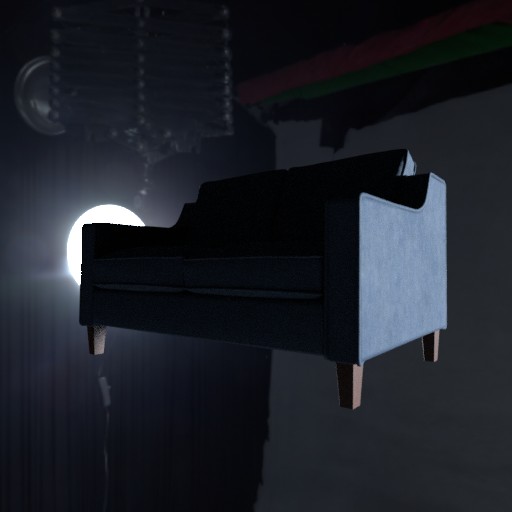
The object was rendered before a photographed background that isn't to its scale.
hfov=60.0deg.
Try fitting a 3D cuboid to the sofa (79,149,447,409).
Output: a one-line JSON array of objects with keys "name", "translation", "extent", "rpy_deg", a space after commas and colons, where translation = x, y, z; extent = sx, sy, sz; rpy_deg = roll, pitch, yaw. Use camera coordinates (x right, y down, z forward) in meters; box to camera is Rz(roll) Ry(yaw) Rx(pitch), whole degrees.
[{"name": "sofa", "translation": [0.000, 0.000, 2.134], "extent": [1.501, 0.971, 0.987], "rpy_deg": [-1, -2, 37]}]
